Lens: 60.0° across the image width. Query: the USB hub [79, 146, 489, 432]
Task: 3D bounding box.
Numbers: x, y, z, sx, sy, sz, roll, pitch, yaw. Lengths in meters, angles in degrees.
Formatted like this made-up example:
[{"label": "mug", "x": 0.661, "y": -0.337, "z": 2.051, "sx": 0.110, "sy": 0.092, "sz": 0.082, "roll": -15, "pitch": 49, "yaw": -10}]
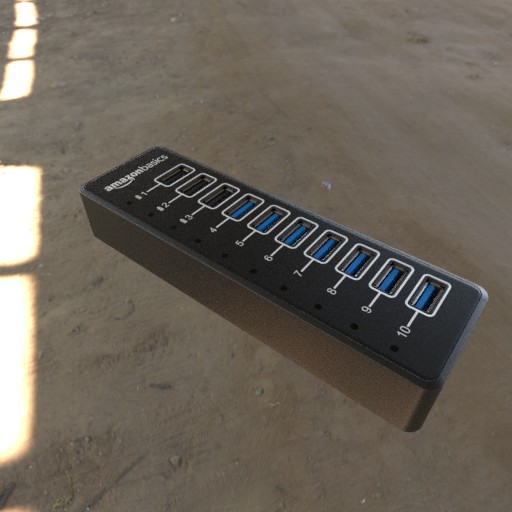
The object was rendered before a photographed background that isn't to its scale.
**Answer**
[{"label": "USB hub", "x": 0.000, "y": 0.000, "z": 0.159, "sx": 0.145, "sy": 0.023, "sz": 0.044, "roll": 28, "pitch": 50, "yaw": 27}]
